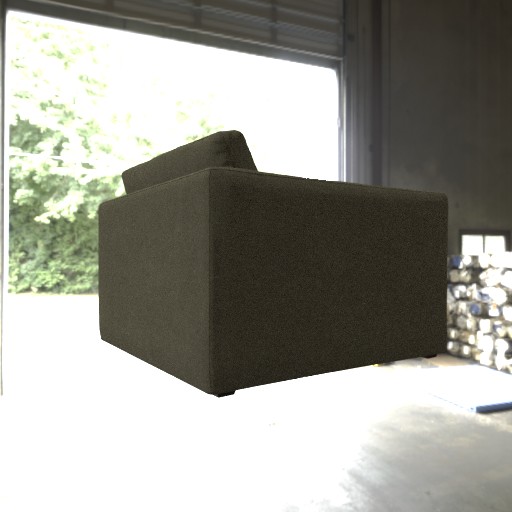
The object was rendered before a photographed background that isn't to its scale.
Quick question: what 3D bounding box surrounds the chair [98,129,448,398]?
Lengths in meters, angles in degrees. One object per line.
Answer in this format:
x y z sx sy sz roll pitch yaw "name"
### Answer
0.000 0.000 1.939 1.091 0.845 1.190 0 0 -36 "chair"
